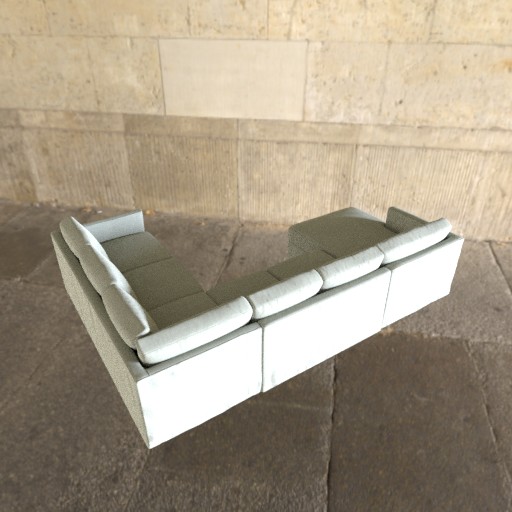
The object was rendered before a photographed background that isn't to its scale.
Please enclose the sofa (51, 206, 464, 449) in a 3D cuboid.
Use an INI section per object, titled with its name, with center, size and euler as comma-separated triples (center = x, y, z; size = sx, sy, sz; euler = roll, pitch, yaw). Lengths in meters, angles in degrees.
[sofa]
center = 0.000, 0.000, 4.589
size = 3.434, 0.869, 2.440
euler = -19, 36, -28
